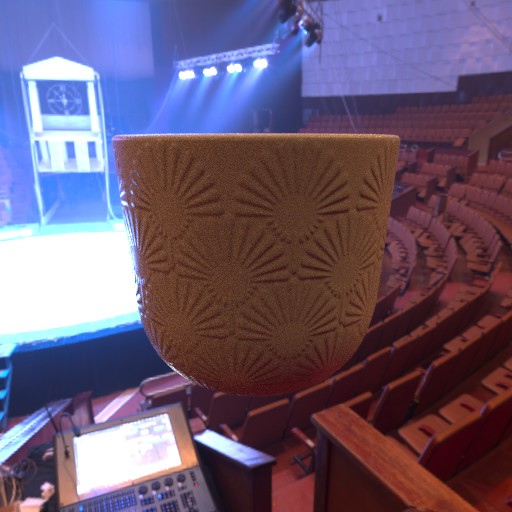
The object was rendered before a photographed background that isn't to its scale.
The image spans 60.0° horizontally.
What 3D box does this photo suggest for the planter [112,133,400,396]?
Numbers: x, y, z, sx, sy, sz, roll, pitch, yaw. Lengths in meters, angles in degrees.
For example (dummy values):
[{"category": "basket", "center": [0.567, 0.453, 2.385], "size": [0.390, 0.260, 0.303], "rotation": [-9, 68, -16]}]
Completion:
[{"category": "planter", "center": [0.000, 0.000, 0.291], "size": [0.170, 0.152, 0.170], "rotation": [0, 14, 0]}]
